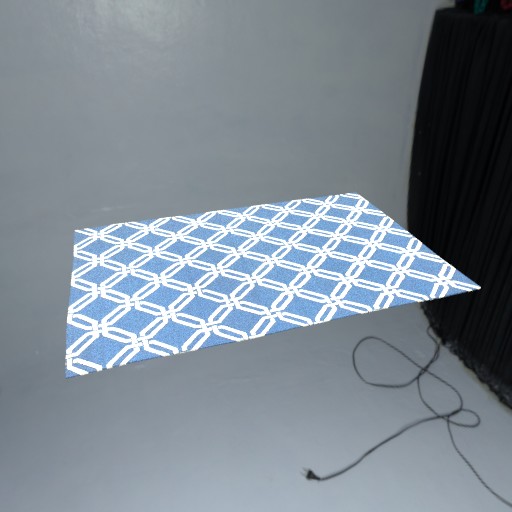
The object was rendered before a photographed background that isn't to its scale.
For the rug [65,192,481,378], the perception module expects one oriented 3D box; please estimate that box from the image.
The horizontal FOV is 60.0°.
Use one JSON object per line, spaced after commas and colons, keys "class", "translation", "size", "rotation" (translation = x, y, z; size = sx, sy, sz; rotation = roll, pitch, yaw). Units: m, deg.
{"class": "rug", "translation": [0.000, 0.000, 2.212], "size": [1.755, 0.010, 1.153], "rotation": [-9, 32, -15]}
